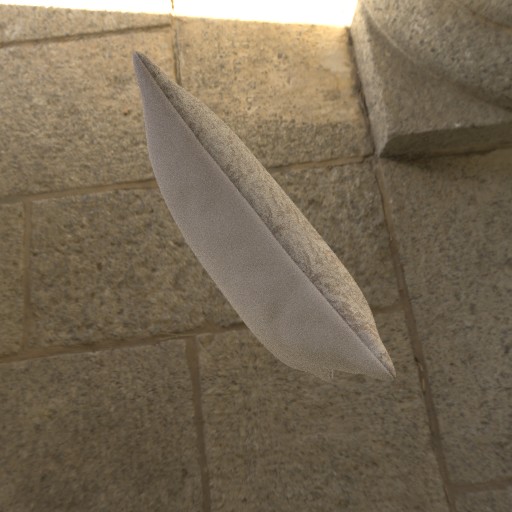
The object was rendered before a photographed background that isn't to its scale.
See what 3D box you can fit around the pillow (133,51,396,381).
[{"bbox_3d":[0.000,0.000,0.768,0.166,0.510,0.523,-35,77,-9],"label":"pillow"}]
